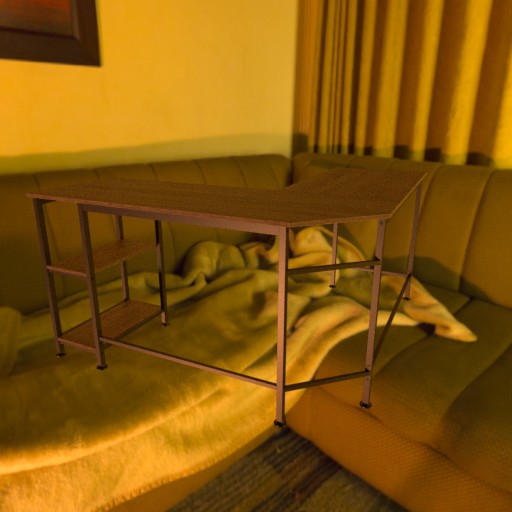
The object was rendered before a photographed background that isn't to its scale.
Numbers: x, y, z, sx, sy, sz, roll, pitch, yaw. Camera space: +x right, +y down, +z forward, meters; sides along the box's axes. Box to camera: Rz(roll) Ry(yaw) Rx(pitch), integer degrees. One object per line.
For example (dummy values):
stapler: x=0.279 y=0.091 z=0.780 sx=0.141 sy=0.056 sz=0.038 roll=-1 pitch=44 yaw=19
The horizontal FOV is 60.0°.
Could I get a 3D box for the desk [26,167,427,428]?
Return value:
desk: x=0.000 y=0.000 z=2.194 sx=1.379 sy=0.739 sz=1.379 roll=9 pitch=20 yaw=24
